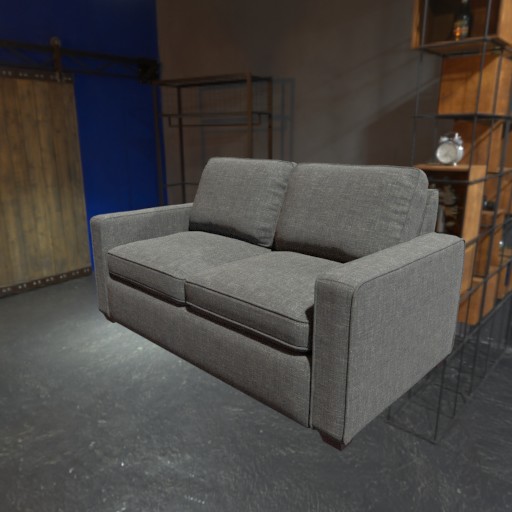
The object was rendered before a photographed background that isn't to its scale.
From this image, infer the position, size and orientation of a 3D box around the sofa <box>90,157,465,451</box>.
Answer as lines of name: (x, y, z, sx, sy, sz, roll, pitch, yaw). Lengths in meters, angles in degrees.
sofa: (0.000, 0.000, 2.223, 1.709, 0.918, 0.947, 14, 21, 42)
